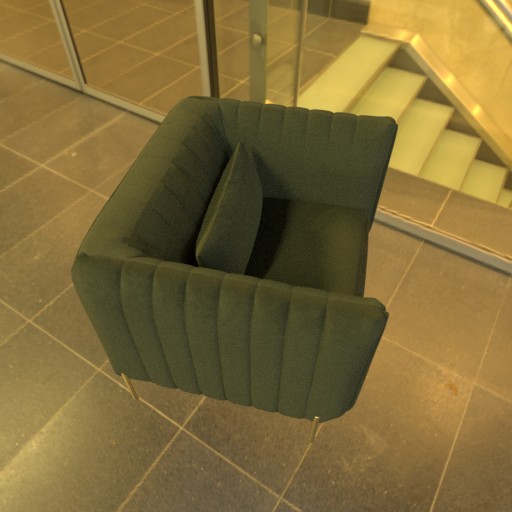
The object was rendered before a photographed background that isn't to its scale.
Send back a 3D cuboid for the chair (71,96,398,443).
[{"bbox_3d":[0.000,0.000,1.691,0.877,0.794,1.032,10,49,9],"label":"chair"}]
